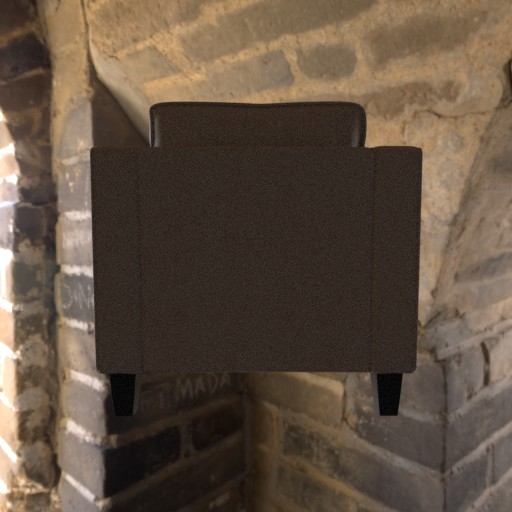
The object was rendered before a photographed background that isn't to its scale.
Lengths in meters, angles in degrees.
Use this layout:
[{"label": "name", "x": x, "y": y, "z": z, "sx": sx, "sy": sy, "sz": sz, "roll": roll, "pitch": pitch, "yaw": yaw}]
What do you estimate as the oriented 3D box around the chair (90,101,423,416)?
[{"label": "chair", "x": 0.000, "y": 0.000, "z": 1.652, "sx": 0.922, "sy": 0.948, "sz": 0.882, "roll": 0, "pitch": -1, "yaw": 0}]
